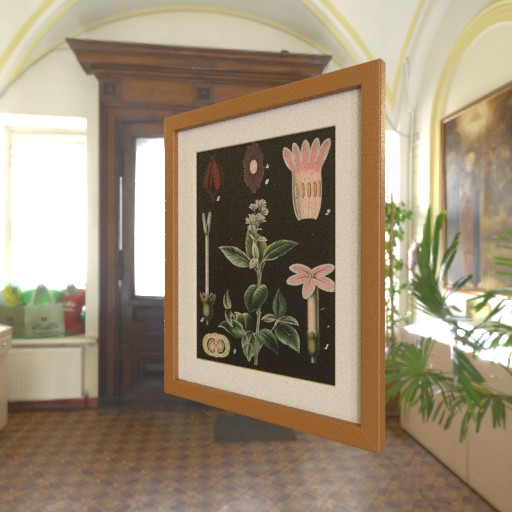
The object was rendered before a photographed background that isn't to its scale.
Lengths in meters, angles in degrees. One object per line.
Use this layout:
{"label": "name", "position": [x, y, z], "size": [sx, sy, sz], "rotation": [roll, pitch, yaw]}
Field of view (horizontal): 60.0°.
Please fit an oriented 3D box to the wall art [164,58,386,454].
{"label": "wall art", "position": [0.000, 0.000, 0.523], "size": [0.310, 0.379, 0.015], "rotation": [0, 0, 37]}
